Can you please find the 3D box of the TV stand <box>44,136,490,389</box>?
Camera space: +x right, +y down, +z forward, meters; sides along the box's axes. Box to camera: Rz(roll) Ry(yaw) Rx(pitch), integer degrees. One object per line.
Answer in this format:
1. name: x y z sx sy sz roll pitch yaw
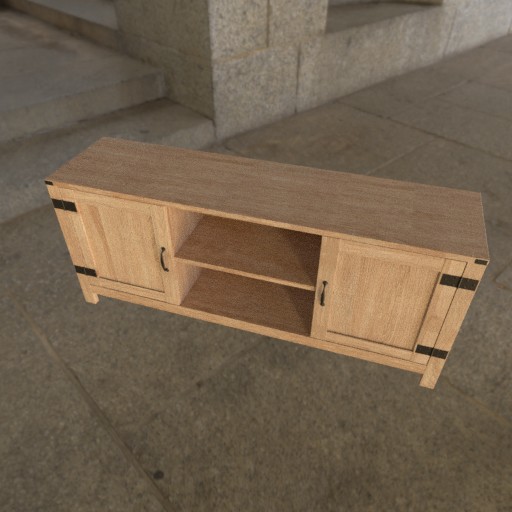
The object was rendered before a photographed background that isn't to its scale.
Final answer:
1. TV stand: 0.000 0.000 1.717 1.466 0.610 0.398 11 41 14
